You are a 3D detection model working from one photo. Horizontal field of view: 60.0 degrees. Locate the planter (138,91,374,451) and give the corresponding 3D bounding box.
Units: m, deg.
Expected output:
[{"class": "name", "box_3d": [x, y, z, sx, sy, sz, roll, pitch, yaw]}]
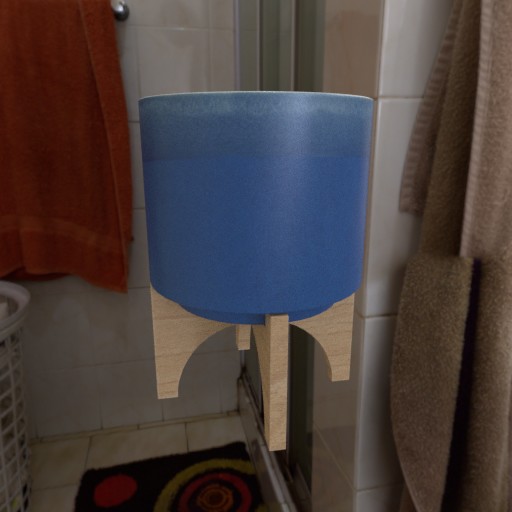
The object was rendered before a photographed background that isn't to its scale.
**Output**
[{"class": "planter", "box_3d": [0.000, 0.000, 0.556, 0.261, 0.367, 0.261, 0, 15, 0]}]
